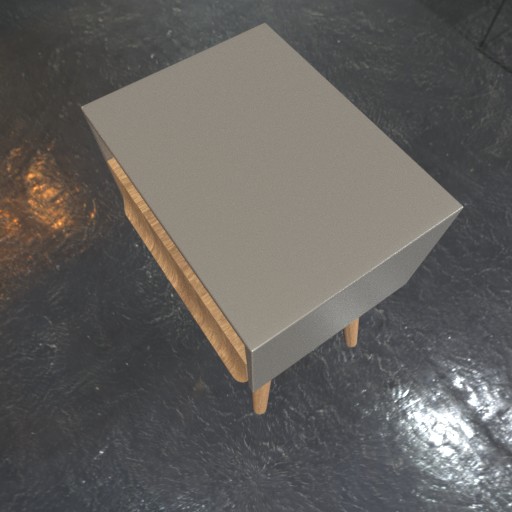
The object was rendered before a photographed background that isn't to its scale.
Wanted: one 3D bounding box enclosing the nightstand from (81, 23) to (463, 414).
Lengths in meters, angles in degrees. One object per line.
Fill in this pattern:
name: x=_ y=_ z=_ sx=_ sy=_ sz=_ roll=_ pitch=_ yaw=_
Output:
nightstand: x=0.000 y=0.000 z=0.734 sx=0.288 sy=0.508 sz=0.370 roll=-32 pitch=67 yaw=-15
